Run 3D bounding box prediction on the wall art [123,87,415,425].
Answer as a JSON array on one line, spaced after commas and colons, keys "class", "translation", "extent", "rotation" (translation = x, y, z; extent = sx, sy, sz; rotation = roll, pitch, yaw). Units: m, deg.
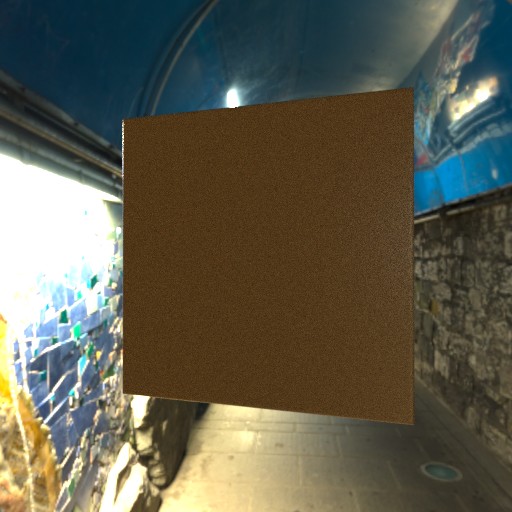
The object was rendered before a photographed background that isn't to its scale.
[{"class": "wall art", "translation": [0.000, 0.000, 1.917], "extent": [1.287, 1.288, 0.078], "rotation": [0, 0, 18]}]
